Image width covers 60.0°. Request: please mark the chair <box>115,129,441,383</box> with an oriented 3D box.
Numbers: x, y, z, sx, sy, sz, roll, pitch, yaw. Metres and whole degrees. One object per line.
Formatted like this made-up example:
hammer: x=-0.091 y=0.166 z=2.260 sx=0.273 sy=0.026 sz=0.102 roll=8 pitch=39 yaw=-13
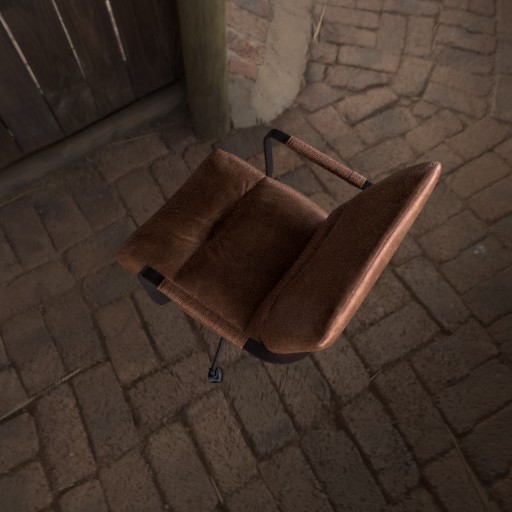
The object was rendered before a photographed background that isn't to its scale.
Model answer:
chair: x=0.000 y=0.000 z=1.465 sx=0.754 sy=0.922 sz=0.727 roll=32 pitch=66 yaw=16
